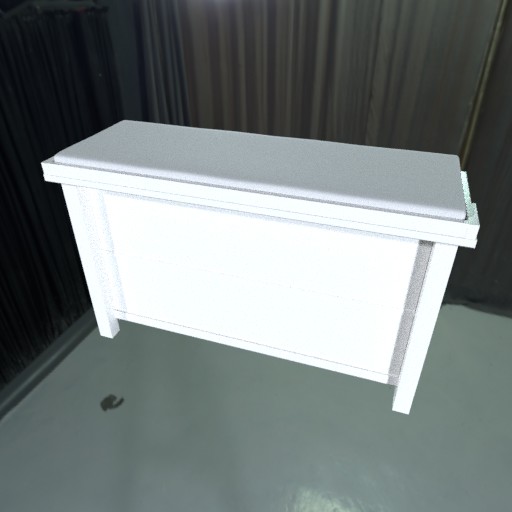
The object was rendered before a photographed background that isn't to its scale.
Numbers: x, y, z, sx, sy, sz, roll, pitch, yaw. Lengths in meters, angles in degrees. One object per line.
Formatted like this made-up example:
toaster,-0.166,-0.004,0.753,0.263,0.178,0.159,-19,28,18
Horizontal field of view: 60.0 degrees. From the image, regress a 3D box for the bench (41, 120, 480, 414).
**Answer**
bench,0.000,0.000,1.230,0.987,0.589,0.346,10,35,15
